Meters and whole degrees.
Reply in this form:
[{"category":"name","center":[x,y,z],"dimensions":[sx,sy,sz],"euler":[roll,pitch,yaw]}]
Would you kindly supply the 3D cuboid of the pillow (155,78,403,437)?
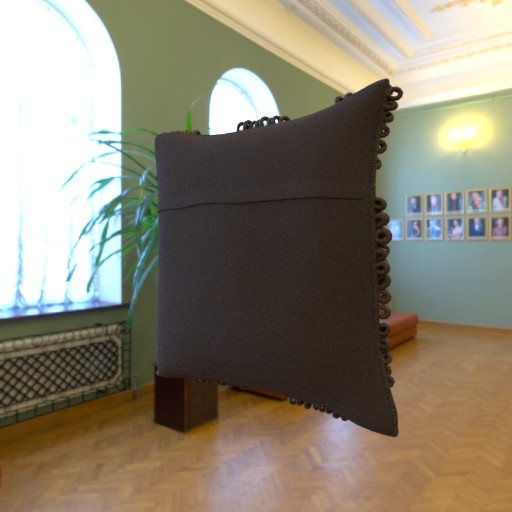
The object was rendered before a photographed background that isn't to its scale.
[{"category":"pillow","center":[0.000,0.000,0.716],"dimensions":[0.470,0.467,0.172],"euler":[1,1,36]}]
